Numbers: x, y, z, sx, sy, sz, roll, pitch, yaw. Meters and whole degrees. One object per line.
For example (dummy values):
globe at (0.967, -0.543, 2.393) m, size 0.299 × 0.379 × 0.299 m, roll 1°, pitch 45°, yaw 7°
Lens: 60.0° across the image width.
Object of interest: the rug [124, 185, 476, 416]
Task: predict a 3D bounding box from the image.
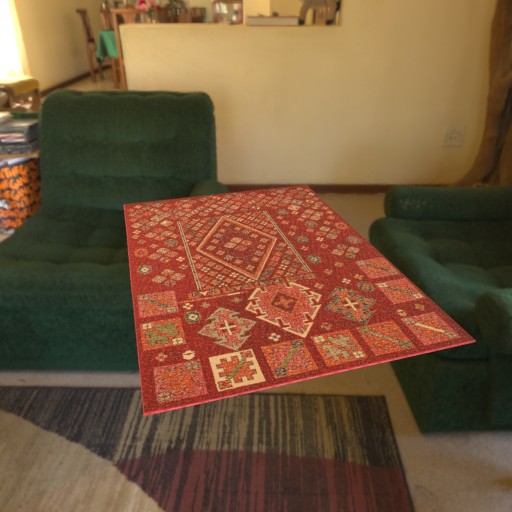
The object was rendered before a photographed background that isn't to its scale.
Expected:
rug at (0.000, 0.000, 4.326) m, size 2.389 × 0.011 × 3.306 m, roll -8°, pitch 31°, yaw -14°
